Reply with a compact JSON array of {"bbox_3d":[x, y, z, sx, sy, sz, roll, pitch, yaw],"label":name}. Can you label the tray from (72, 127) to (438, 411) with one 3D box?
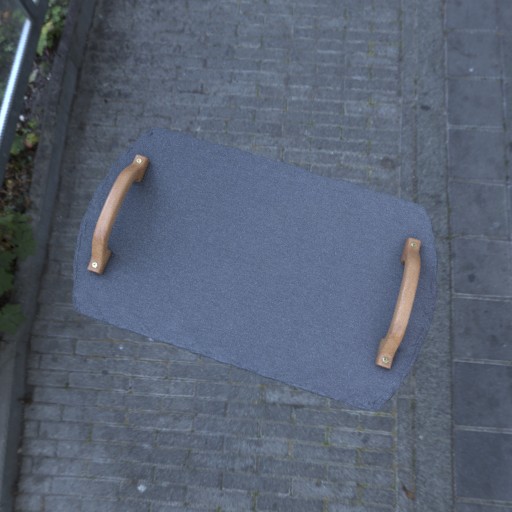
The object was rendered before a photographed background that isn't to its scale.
[{"bbox_3d":[0.000,0.000,0.467,0.387,0.062,0.231,18,76,4],"label":"tray"}]
